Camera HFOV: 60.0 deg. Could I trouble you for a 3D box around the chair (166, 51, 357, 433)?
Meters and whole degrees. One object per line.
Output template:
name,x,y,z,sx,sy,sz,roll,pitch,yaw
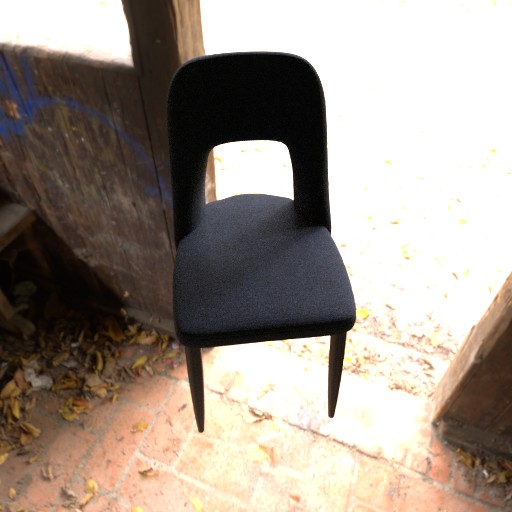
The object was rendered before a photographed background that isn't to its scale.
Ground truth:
chair,0.000,0.000,1.277,0.470,0.931,0.612,-5,47,-4
